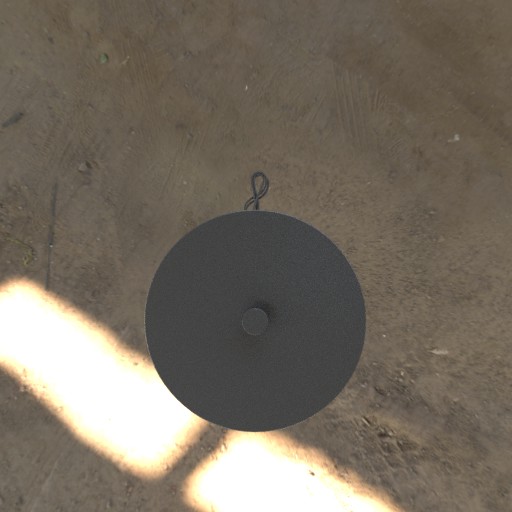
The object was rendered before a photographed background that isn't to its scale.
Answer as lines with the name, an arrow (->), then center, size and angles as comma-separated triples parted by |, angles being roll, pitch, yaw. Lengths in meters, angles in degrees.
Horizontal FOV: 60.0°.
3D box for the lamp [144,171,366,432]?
lamp -> 0.000, 0.000, 0.701 | 0.229, 0.508, 0.369 | 0, 89, 0
